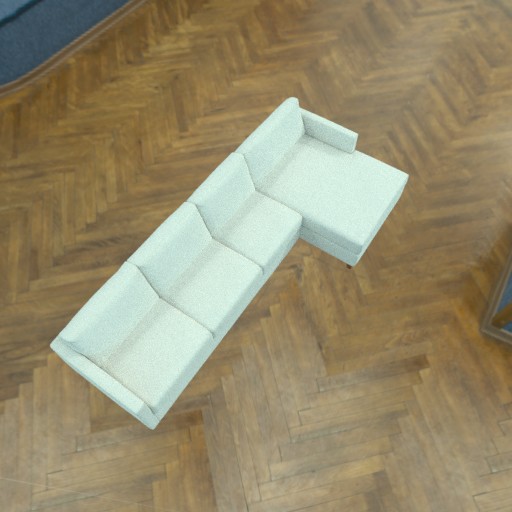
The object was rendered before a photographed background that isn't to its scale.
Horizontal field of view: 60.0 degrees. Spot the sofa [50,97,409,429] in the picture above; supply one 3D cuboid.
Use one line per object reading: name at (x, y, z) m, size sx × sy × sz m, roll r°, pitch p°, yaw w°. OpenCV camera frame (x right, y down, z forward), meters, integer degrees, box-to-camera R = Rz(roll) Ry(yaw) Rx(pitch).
sofa at (0.000, 0.000, 4.191) m, size 1.606 × 0.954 × 3.471 m, roll 30°, pitch 63°, yaw 17°
